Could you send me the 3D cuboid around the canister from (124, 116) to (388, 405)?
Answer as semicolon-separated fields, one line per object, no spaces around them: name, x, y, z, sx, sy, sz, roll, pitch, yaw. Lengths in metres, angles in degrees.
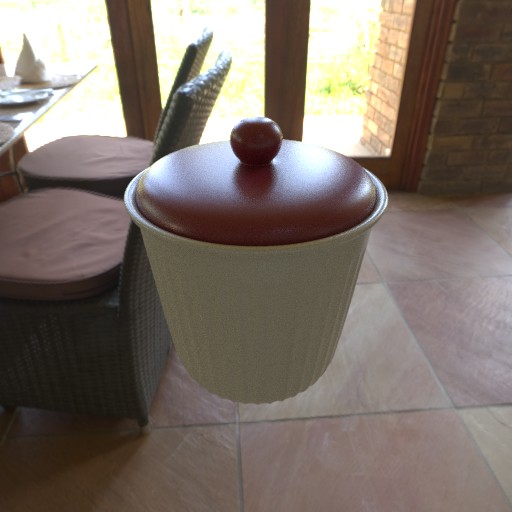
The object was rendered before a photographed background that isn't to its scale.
canister;0.000;0.000;0.343;0.181;0.211;0.181;0;32;0
